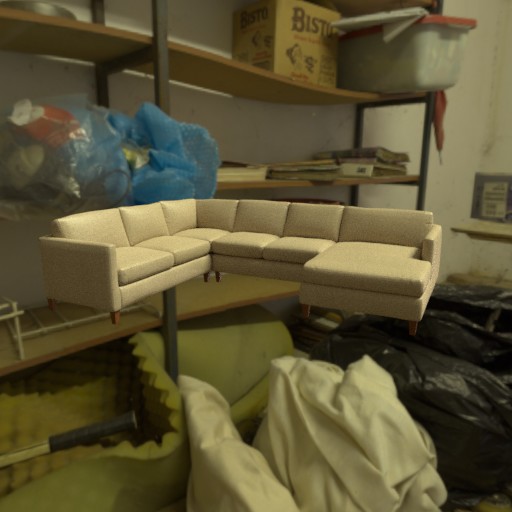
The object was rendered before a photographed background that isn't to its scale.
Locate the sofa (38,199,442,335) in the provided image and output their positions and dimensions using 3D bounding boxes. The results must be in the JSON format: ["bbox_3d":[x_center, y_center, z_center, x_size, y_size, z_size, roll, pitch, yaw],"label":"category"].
[{"bbox_3d":[0.000,0.000,4.680,3.460,0.961,2.594,6,14,26],"label":"sofa"}]
